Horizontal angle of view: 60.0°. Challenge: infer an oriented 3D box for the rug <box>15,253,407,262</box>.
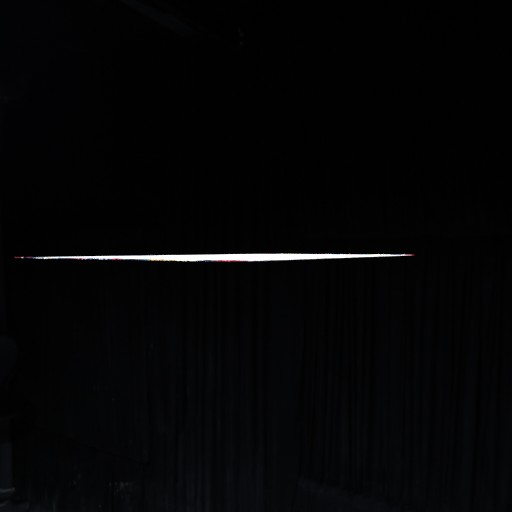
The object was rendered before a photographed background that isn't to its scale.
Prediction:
[{"bbox_3d":[0.000,0.000,2.943,1.465,0.012,2.465,1,1,34],"label":"rug"}]
